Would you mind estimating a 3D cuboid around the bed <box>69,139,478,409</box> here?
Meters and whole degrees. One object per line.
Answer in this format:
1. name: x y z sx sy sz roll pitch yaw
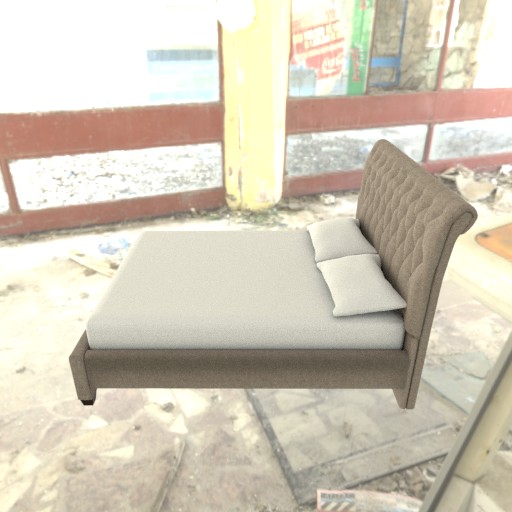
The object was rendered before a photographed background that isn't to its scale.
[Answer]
1. bed: 0.000 0.000 3.252 2.252 1.371 1.645 0 26 0
